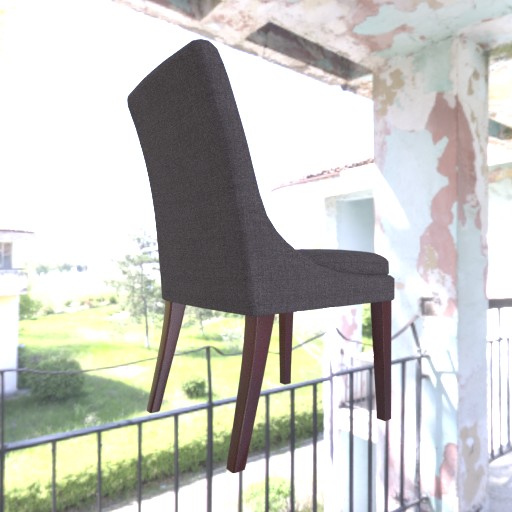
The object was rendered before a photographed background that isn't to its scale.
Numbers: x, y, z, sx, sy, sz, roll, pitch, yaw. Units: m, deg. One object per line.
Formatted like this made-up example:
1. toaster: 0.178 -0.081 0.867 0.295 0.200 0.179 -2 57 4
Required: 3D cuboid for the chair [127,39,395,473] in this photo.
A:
1. chair: 0.000 0.000 1.305 0.655 0.952 0.508 0 0 -36
